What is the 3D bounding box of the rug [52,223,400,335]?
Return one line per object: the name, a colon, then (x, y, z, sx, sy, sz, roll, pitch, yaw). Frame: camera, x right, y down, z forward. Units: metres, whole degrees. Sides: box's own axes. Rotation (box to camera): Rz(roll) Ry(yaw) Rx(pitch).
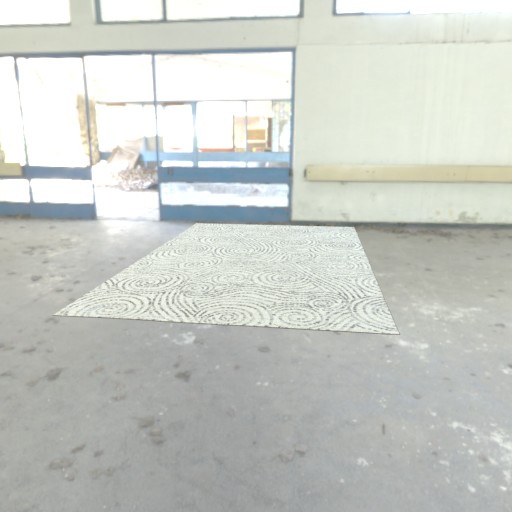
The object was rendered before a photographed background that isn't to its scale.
rug: (0.000, 0.000, 3.074, 1.524, 0.005, 2.439, 2, 14, 8)
